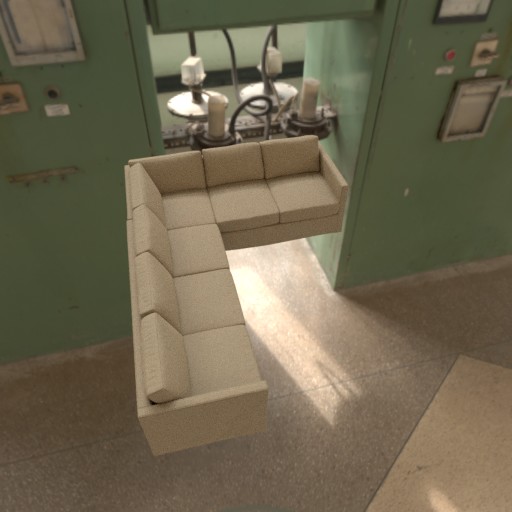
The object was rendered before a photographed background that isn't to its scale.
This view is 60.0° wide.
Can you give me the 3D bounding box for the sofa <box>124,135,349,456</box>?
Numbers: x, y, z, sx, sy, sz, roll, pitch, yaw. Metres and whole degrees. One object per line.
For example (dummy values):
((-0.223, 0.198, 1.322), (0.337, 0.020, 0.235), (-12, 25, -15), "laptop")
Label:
((0.000, 0.000, 4.474), (2.432, 0.871, 3.182), (-10, 46, -10), "sofa")
